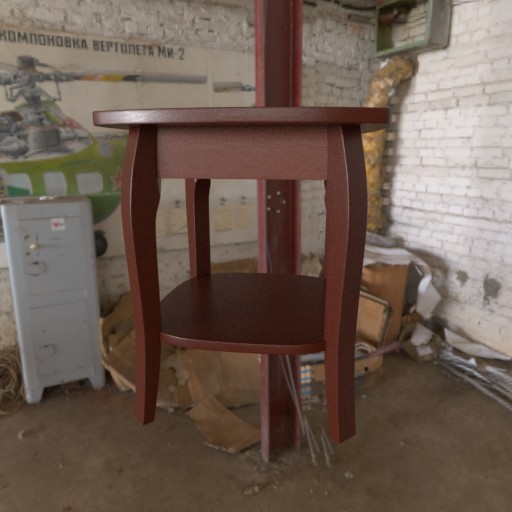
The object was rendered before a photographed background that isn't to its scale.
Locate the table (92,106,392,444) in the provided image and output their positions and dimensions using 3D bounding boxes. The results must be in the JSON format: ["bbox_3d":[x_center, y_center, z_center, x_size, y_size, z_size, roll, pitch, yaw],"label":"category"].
[{"bbox_3d":[0.000,0.000,0.840,0.433,0.496,0.502,2,14,8],"label":"table"}]
